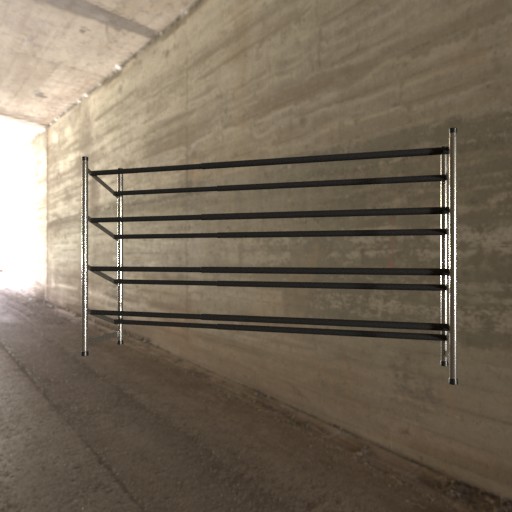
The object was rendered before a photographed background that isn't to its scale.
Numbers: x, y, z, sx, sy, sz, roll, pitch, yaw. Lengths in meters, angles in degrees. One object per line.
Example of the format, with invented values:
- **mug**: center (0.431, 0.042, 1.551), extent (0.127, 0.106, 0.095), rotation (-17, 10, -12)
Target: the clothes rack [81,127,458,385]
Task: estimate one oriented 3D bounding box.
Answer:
- **clothes rack**: center (0.000, 0.000, 1.429), extent (1.168, 0.672, 0.229), rotation (0, 0, 17)
